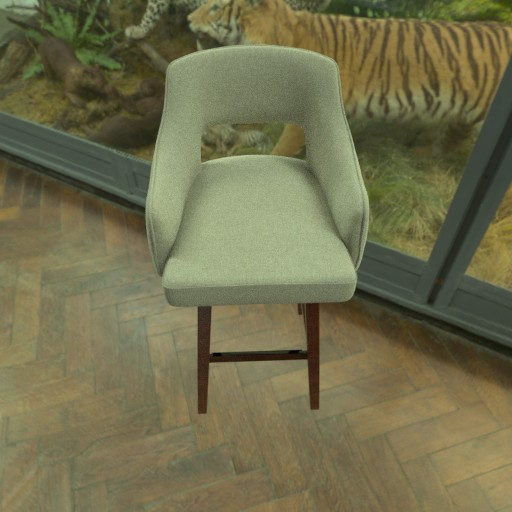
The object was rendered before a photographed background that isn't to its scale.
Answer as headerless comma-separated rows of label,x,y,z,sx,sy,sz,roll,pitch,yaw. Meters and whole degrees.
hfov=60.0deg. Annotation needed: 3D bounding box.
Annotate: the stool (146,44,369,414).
stool,0.000,0.000,1.350,0.550,1.041,0.560,-2,46,-2
